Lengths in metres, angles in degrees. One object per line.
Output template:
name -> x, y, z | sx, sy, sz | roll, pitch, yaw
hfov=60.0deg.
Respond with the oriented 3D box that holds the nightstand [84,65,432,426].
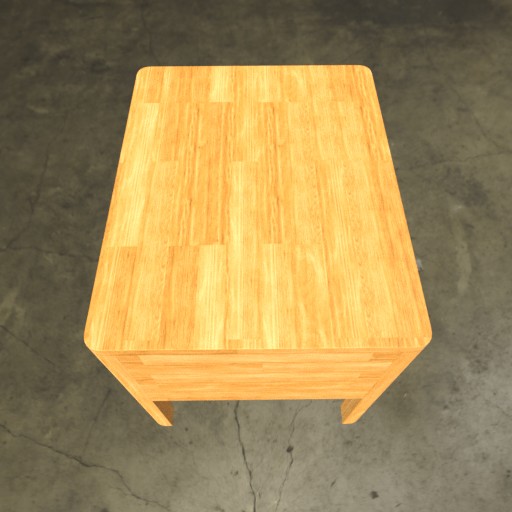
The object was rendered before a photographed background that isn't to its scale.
nightstand -> 0.000, 0.000, 0.896 | 0.440, 0.470, 0.560 | -1, 58, 0
